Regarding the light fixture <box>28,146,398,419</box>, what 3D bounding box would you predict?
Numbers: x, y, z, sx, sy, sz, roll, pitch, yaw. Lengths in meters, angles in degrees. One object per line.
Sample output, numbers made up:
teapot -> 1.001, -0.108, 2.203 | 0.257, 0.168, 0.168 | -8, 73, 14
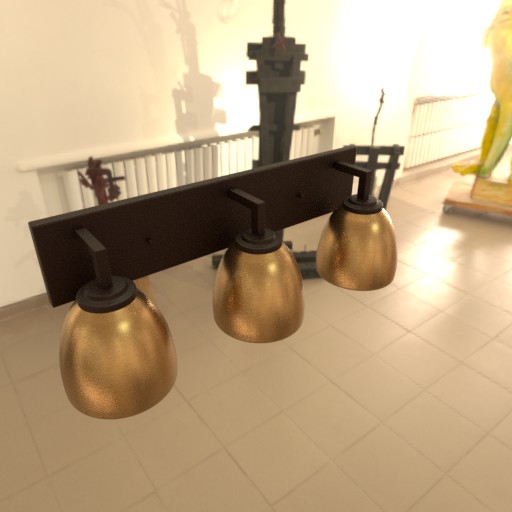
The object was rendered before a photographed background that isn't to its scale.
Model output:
light fixture -> 0.000, 0.000, 0.647 | 0.582, 0.204, 0.157 | -20, 35, -32
